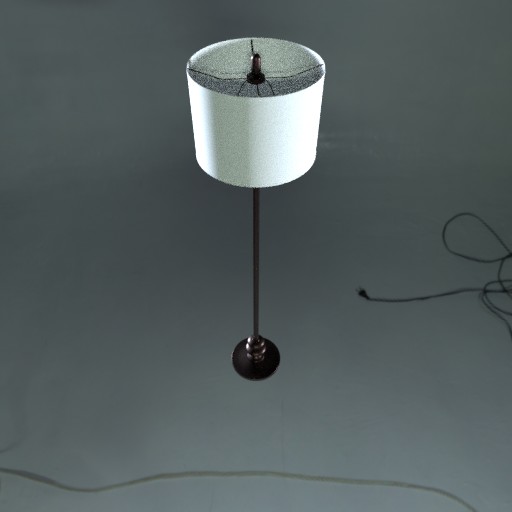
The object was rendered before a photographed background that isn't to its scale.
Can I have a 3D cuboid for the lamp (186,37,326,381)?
[{"bbox_3d":[0.000,0.000,1.661,0.356,1.487,0.356,-3,47,-3],"label":"lamp"}]
